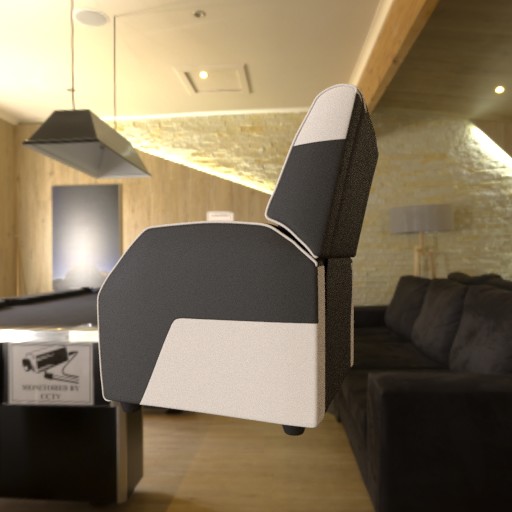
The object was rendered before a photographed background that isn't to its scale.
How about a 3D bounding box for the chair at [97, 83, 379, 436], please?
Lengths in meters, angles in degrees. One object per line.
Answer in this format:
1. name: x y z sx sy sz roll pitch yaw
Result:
1. chair: 0.000 0.000 1.319 0.672 0.805 0.620 0 0 19
